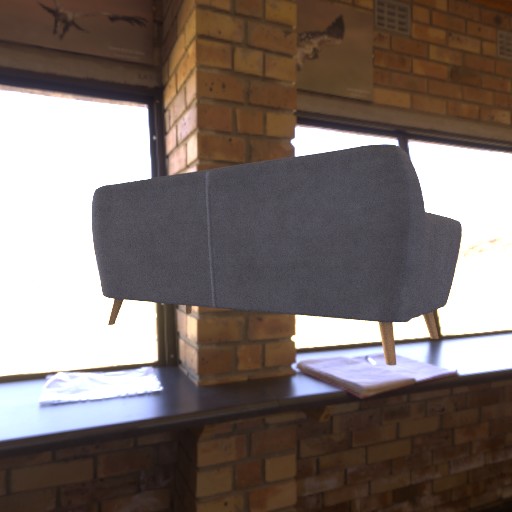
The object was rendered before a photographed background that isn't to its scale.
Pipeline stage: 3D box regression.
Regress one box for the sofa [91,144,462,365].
[{"bbox_3d":[0.000,0.000,2.439,1.970,0.830,0.830,0,0,35],"label":"sofa"}]
